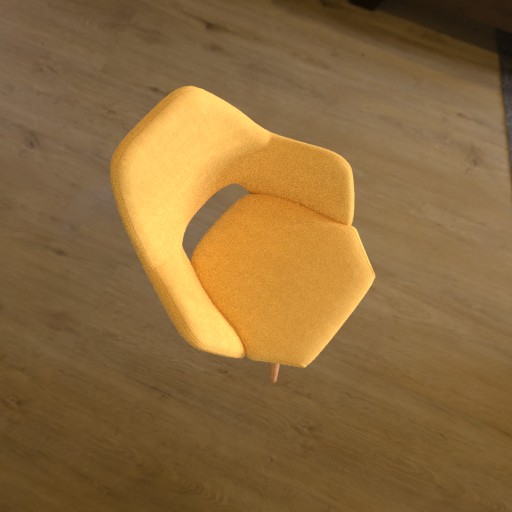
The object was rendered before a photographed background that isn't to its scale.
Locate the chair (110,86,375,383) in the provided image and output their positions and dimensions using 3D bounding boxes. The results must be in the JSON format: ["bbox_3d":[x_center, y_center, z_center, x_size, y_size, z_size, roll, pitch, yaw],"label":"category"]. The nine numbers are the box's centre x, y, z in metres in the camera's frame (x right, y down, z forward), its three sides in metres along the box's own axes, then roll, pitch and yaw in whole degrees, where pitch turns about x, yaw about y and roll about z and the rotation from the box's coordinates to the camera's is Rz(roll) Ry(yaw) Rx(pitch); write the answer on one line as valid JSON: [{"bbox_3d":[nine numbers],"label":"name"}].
[{"bbox_3d":[0.000,0.000,1.267,0.610,0.840,0.590,39,79,9],"label":"chair"}]
